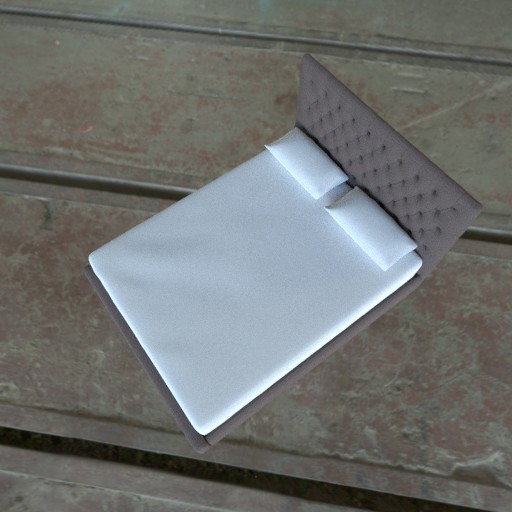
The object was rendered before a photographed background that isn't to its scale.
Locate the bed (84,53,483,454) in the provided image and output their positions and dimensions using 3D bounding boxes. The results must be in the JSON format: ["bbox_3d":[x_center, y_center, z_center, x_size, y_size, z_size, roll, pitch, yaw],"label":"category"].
[{"bbox_3d":[0.000,0.000,3.303,2.233,1.426,1.696,-34,68,-15],"label":"bed"}]
